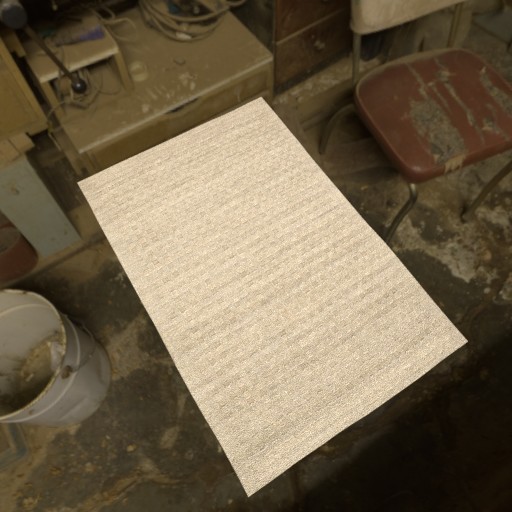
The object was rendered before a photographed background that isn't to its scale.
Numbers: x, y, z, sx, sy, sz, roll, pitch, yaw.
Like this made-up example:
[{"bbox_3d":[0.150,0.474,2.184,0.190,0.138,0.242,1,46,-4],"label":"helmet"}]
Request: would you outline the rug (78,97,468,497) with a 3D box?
[{"bbox_3d":[0.000,0.000,2.866,1.532,0.018,2.297,-29,68,-13],"label":"rug"}]
